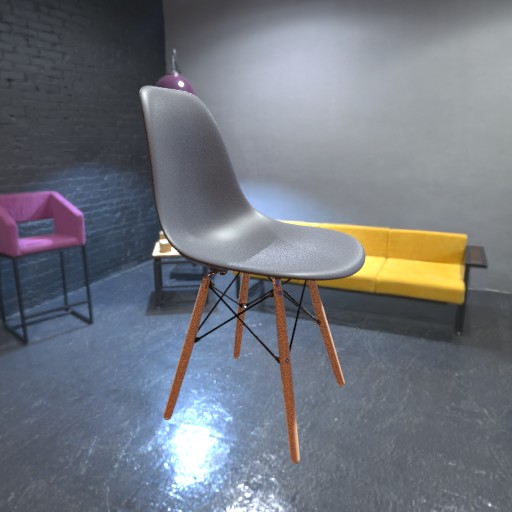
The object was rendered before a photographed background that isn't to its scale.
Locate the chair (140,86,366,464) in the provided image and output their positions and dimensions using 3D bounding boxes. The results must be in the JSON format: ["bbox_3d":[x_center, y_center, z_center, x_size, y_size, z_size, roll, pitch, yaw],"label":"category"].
[{"bbox_3d":[0.000,0.000,1.126,0.533,0.826,0.470,8,17,26],"label":"chair"}]
